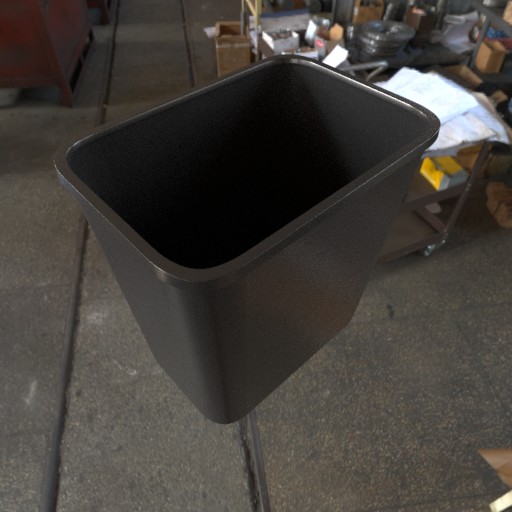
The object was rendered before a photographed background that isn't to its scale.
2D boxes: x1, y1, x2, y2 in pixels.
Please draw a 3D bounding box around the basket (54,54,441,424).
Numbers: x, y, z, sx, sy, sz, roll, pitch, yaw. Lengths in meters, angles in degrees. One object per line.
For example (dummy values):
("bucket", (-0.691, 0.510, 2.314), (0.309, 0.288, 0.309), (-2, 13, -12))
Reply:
("basket", (0.000, 0.000, 0.493), (0.300, 0.307, 0.211), (-34, 56, -27))
